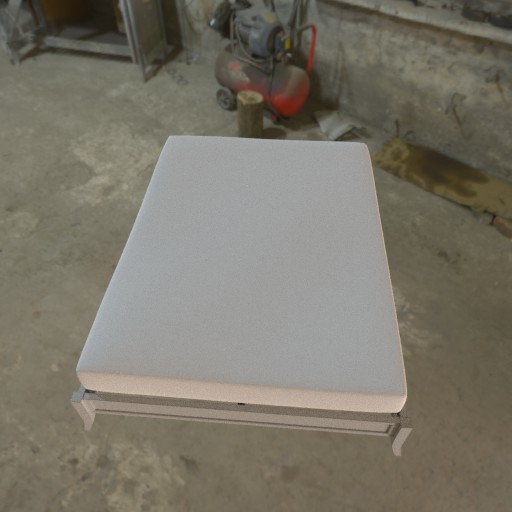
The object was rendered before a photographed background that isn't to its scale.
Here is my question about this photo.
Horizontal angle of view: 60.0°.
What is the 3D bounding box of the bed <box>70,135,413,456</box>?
[{"bbox_3d":[0.000,0.000,2.763,1.604,0.510,2.108,3,47,3],"label":"bed"}]
